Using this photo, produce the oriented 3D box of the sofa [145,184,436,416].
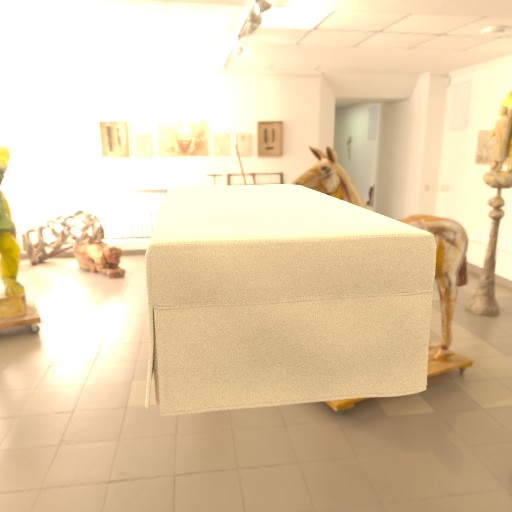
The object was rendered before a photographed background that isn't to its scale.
[{"bbox_3d":[0.000,0.000,2.116,0.939,0.552,1.677,-2,14,-9],"label":"sofa"}]
